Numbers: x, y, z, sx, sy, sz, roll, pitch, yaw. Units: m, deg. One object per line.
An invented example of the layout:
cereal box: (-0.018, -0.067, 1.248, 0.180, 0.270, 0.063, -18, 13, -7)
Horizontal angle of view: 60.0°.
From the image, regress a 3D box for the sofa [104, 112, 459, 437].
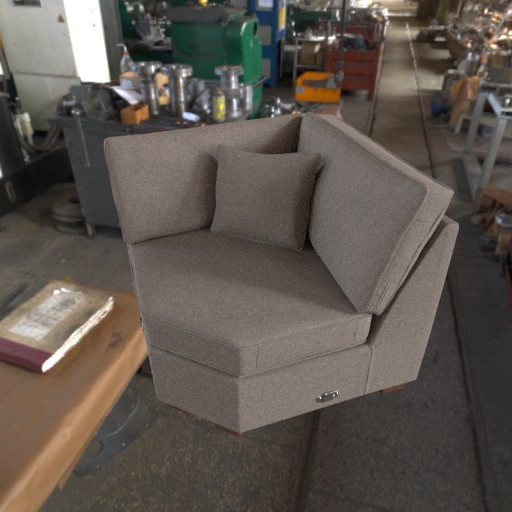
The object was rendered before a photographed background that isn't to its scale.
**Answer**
sofa: (0.000, 0.000, 1.840, 1.050, 0.951, 1.042, -10, 34, -15)
